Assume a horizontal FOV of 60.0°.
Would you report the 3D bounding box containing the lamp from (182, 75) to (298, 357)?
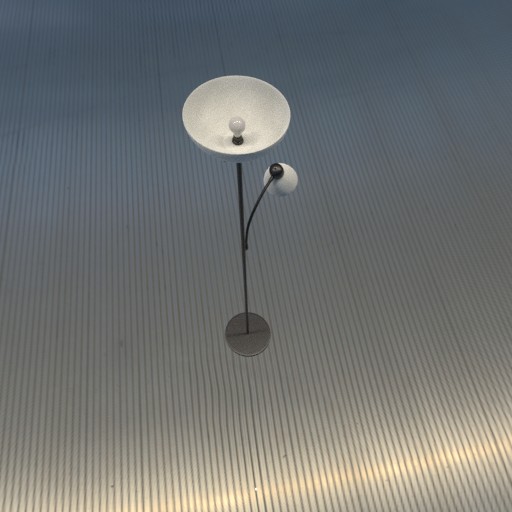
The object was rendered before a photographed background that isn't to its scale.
[{"bbox_3d":[0.000,0.000,1.939,0.279,1.804,0.442,32,67,16],"label":"lamp"}]
